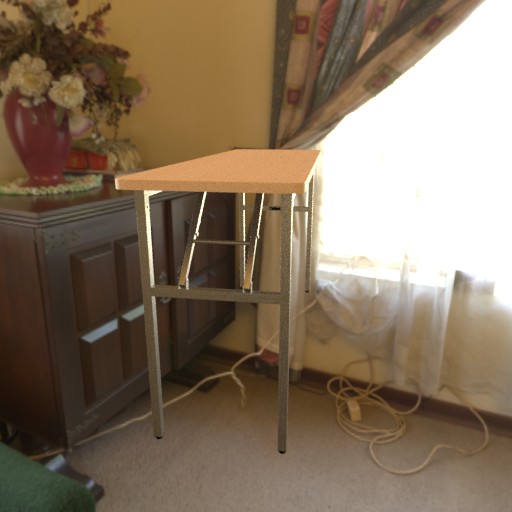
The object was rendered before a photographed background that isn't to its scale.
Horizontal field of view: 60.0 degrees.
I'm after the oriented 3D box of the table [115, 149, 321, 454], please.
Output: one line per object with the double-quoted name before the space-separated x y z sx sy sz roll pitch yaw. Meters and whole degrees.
"table" 0.000 0.000 1.750 0.446 0.750 1.397 3 17 9
